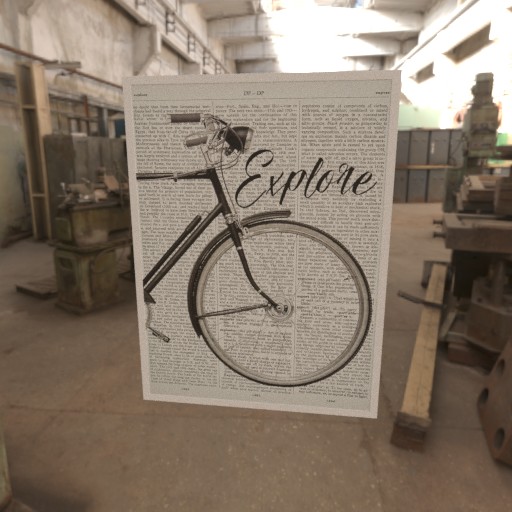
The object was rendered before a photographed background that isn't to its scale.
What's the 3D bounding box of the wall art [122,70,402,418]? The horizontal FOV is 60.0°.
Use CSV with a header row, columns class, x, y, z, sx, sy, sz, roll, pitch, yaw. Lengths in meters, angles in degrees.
class,x,y,z,sx,sy,sz,roll,pitch,yaw
wall art,0.000,0.000,0.791,0.457,0.610,0.003,2,14,8
